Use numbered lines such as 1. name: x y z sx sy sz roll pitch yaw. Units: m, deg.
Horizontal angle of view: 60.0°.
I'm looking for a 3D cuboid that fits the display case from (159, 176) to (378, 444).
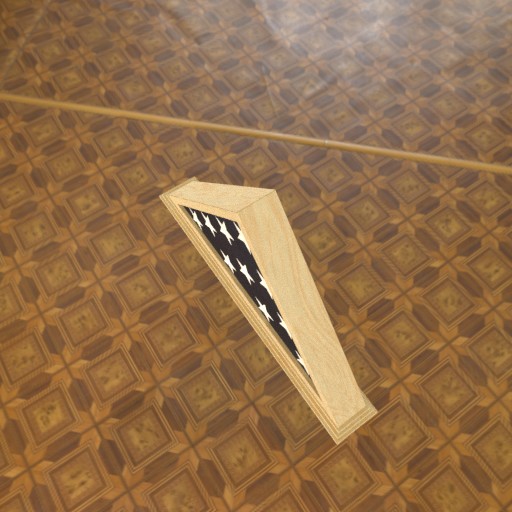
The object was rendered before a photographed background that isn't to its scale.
1. display case: 0.000 0.000 0.764 0.095 0.340 0.640 -32 68 -15
